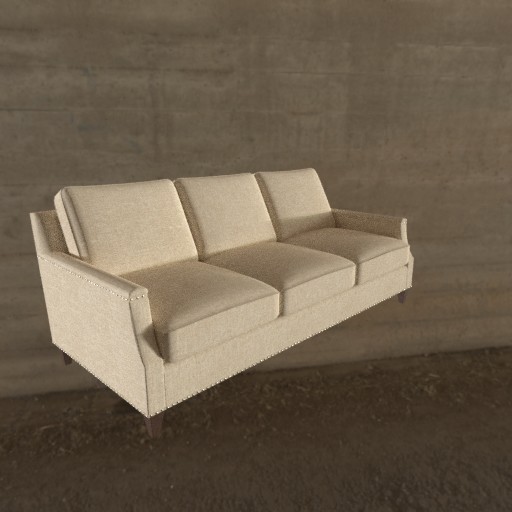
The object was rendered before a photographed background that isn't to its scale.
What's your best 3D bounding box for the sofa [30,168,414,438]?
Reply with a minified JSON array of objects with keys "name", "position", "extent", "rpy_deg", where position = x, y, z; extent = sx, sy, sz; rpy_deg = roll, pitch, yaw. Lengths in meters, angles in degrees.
[{"name":"sofa","position":[0.000,0.000,2.727],"extent":[1.041,0.940,2.210],"rpy_deg":[14,21,43]}]
